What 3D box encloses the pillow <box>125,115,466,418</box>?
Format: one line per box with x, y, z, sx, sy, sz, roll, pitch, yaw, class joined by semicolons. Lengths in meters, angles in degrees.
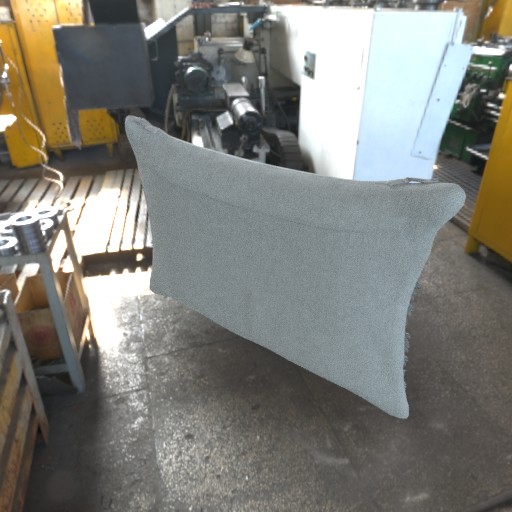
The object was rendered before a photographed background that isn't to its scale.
0.000;0.000;0.584;0.466;0.305;0.084;21;36;31;pillow
